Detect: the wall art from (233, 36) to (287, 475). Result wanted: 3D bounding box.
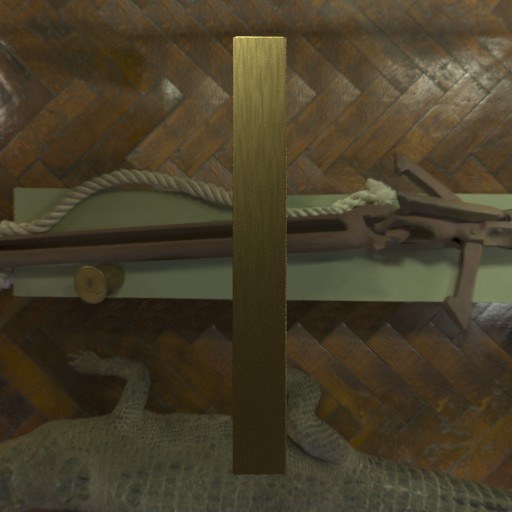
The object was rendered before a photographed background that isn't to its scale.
[{"bbox_3d":[0.000,0.000,0.460,0.037,0.305,0.305,0,90,-1],"label":"wall art"}]
